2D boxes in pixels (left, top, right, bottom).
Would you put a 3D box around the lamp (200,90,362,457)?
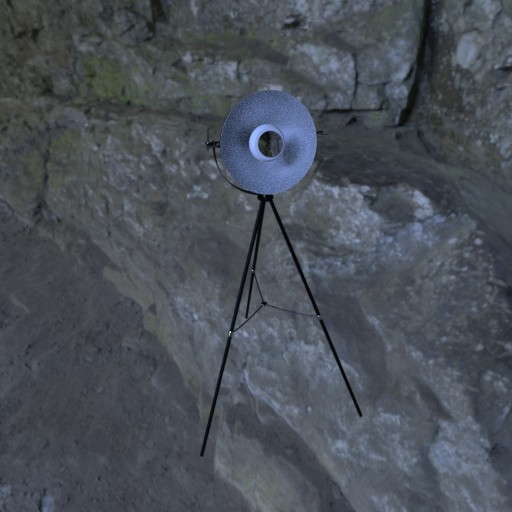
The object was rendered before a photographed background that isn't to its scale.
[{"bbox_3d":[0.000,0.000,2.076,0.817,1.512,0.920,-10,33,-16],"label":"lamp"}]
